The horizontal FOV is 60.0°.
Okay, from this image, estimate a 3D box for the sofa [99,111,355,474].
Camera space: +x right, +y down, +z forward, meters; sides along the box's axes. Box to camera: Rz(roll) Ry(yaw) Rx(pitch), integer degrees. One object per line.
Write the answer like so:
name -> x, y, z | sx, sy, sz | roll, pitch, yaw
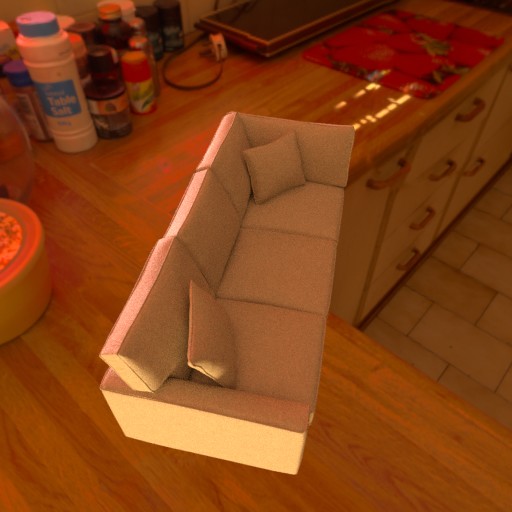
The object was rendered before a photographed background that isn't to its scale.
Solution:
sofa -> 0.000, 0.000, 2.919 | 1.061, 0.962, 2.317 | 9, 47, 8
